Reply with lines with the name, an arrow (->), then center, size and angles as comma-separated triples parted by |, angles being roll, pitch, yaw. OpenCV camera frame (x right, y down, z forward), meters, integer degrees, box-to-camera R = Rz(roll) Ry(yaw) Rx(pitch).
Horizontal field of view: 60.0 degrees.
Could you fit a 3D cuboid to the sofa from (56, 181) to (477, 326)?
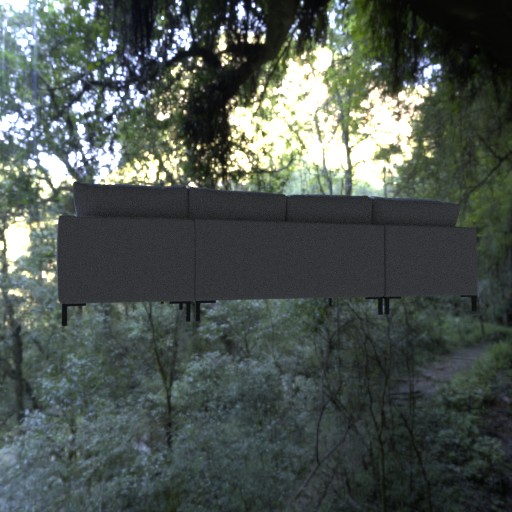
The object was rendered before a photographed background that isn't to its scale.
sofa -> 0.000, 0.000, 3.845 | 2.984, 0.862, 1.989 | 0, -2, -17
